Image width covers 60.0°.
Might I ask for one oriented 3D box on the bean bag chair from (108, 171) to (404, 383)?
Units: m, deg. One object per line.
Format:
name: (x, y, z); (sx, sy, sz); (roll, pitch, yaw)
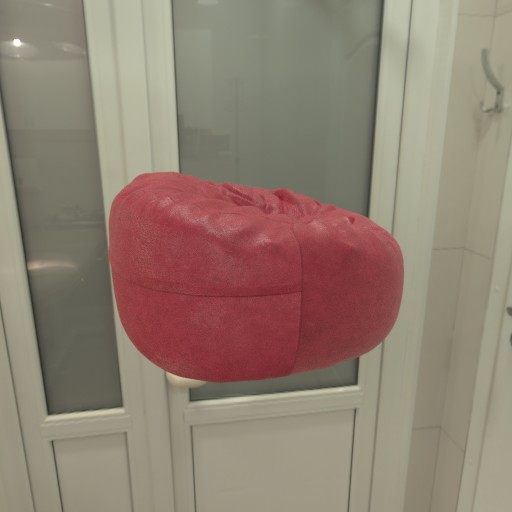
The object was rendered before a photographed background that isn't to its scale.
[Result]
bean bag chair: (0.000, 0.000, 2.420); (1.524, 0.878, 1.524); (-3, 16, -9)
